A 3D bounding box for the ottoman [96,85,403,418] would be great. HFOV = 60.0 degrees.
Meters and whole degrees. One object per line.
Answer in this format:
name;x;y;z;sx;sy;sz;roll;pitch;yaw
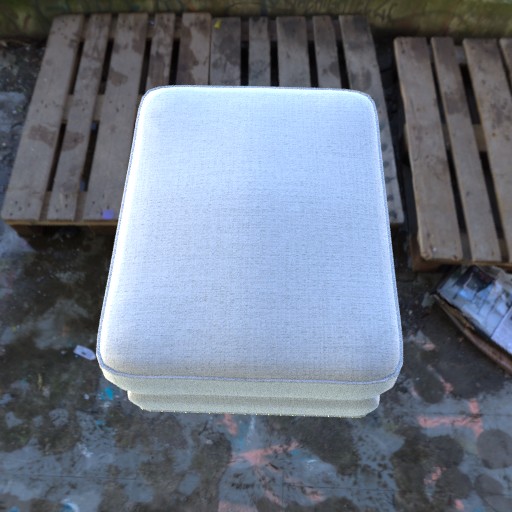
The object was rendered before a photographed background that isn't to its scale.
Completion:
ottoman;0.000;0.000;1.126;0.589;0.537;0.738;1;65;1
